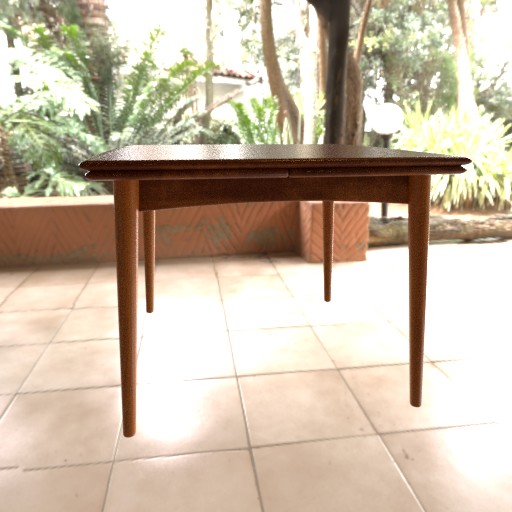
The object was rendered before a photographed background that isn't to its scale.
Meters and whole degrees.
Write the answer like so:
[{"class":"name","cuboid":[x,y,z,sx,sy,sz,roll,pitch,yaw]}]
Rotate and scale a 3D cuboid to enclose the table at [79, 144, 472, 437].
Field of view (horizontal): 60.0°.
[{"class":"table","cuboid":[0.000,0.000,1.610,0.991,0.754,0.991,-3,16,-9]}]
